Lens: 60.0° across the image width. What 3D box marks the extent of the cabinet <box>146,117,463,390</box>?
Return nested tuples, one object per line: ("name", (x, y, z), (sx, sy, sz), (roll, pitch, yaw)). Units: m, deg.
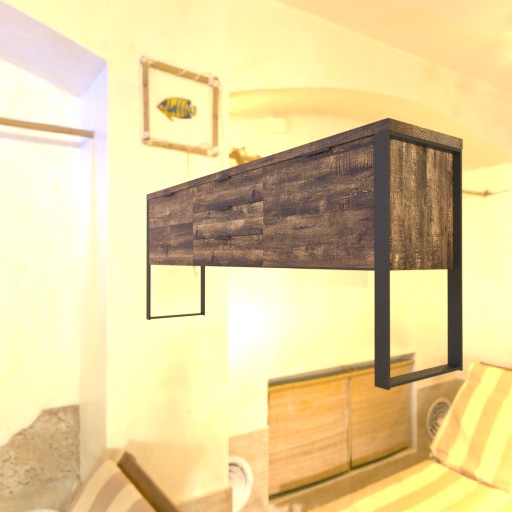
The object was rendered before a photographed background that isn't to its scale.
("cabinet", (0.000, 0.000, 2.078), (0.395, 0.762, 1.800), (0, -1, -35))
